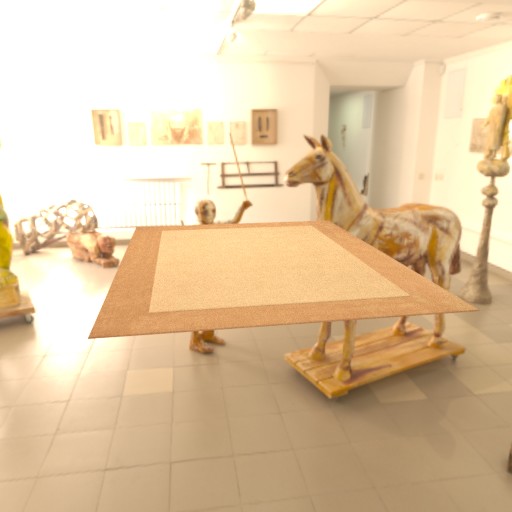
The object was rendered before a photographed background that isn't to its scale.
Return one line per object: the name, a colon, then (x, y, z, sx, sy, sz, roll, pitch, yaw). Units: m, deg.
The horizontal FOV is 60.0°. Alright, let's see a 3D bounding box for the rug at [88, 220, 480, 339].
rug: (0.000, 0.000, 4.137, 2.438, 0.014, 3.048, -3, 16, -9)
